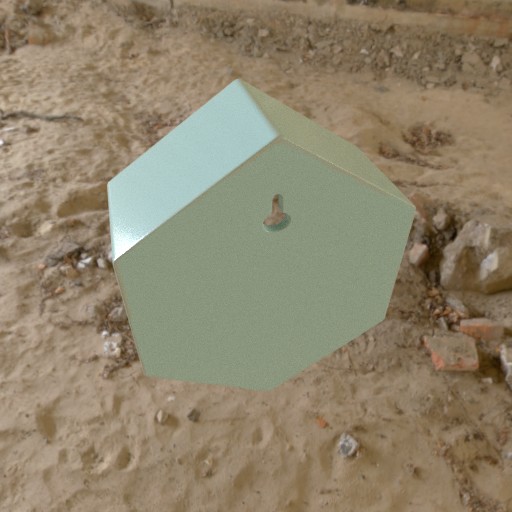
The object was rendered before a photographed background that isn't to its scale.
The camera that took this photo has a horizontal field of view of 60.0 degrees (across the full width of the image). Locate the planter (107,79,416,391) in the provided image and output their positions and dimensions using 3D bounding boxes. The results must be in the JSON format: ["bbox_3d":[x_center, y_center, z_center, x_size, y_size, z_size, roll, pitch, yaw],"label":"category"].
[{"bbox_3d":[0.000,0.000,0.294,0.169,0.207,0.078,-11,42,-12],"label":"planter"}]
